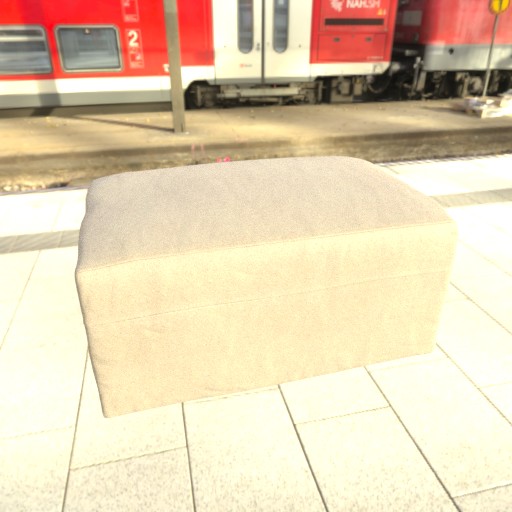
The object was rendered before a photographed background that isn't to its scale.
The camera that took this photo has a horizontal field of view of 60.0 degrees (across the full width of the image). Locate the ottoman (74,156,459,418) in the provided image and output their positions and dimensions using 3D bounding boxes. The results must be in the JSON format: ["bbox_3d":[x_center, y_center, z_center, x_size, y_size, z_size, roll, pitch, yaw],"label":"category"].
[{"bbox_3d":[0.000,0.000,1.230,0.872,0.444,0.590,-7,29,-14],"label":"ottoman"}]
